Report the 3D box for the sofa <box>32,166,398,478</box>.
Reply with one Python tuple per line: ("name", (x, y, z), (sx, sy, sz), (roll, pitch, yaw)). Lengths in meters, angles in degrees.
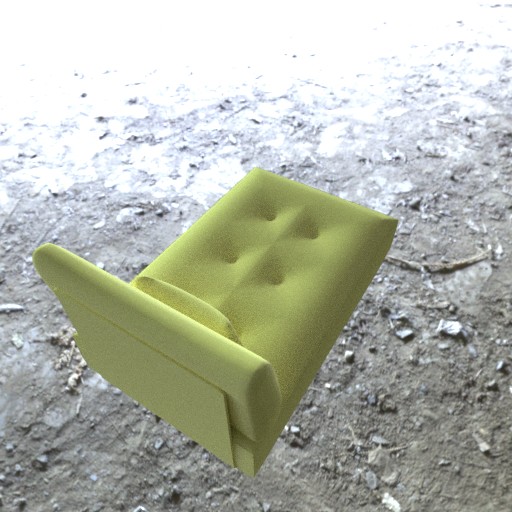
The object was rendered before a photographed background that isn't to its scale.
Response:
("sofa", (0.000, 0.000, 2.008), (0.930, 0.820, 1.450), (25, 51, 22))
